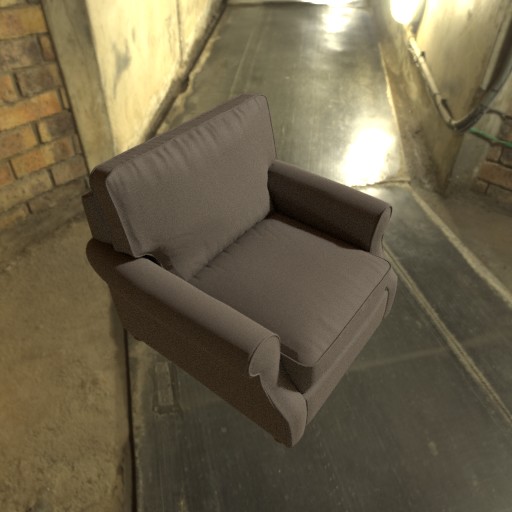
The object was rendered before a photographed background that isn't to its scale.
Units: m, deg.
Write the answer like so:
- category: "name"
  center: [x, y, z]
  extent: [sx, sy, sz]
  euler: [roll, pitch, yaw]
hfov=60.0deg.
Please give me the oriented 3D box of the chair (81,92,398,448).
- category: "chair"
  center: [0.000, 0.000, 1.802]
  extent: [0.966, 0.967, 1.029]
  euler: [27, 48, 27]
